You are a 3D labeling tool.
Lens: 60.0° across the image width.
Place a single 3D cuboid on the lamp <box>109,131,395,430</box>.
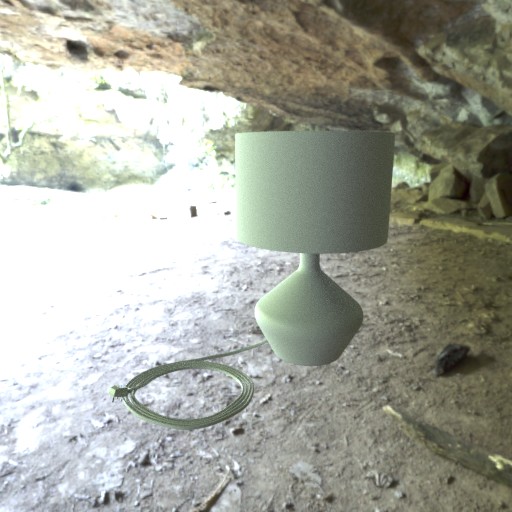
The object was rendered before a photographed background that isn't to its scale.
[{"bbox_3d":[0.000,0.000,0.852,0.546,0.457,0.401,-2,14,-8],"label":"lamp"}]
